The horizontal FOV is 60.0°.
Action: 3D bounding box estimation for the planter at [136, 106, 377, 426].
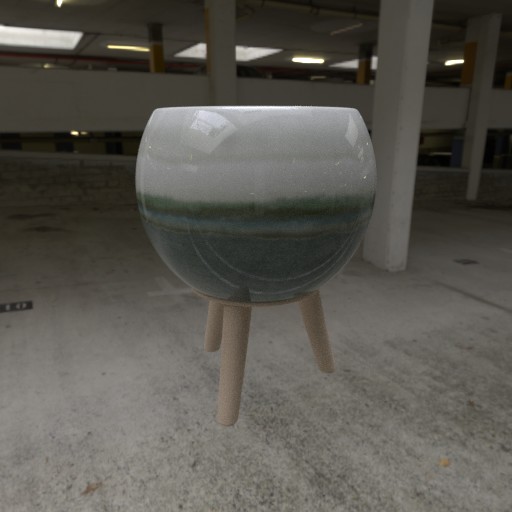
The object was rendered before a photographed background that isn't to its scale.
[{"bbox_3d":[0.000,0.000,0.442,0.222,0.278,0.222,0,17,0],"label":"planter"}]
